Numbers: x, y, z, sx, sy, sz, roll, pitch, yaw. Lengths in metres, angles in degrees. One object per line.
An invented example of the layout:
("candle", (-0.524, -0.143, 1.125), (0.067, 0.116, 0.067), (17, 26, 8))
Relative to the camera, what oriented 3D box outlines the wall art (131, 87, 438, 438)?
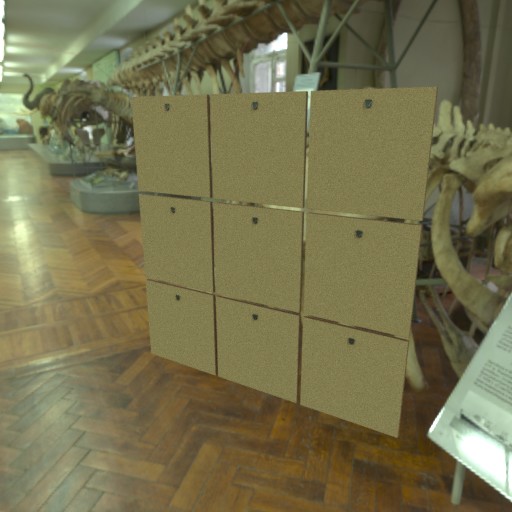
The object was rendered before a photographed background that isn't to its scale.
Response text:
("wall art", (0.000, 0.000, 1.761), (1.221, 1.218, 0.024), (10, 20, 29))
